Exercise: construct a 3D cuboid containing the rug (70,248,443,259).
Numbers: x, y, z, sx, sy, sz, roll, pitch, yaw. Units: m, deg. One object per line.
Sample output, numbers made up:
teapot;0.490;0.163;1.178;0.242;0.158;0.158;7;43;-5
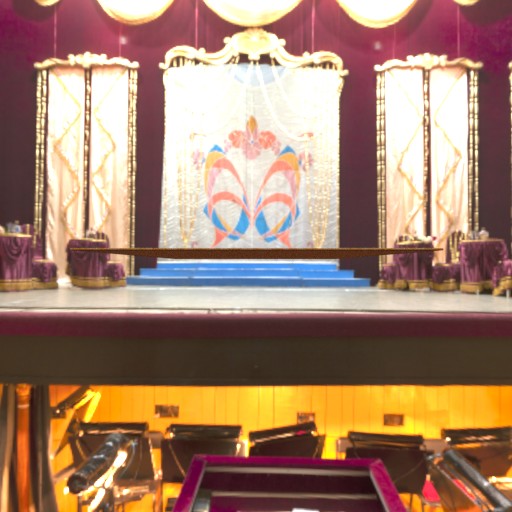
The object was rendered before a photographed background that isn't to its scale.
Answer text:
rug;0.000;0.000;2.991;1.511;0.010;2.424;0;-1;0
